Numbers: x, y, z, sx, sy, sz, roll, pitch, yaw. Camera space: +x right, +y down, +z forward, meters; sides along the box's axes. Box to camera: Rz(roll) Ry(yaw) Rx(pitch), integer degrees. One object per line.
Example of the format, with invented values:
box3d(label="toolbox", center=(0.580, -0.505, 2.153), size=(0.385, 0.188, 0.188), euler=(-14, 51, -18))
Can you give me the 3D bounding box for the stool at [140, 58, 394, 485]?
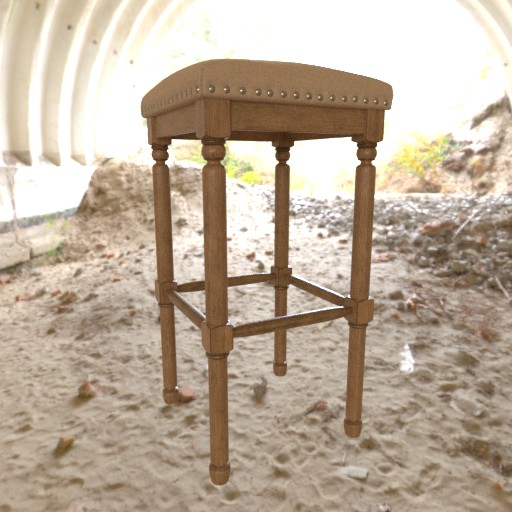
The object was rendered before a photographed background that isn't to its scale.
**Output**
box3d(label="stool", center=(0.000, 0.000, 0.960), size=(0.382, 0.768, 0.383), euler=(-6, 13, -27))
